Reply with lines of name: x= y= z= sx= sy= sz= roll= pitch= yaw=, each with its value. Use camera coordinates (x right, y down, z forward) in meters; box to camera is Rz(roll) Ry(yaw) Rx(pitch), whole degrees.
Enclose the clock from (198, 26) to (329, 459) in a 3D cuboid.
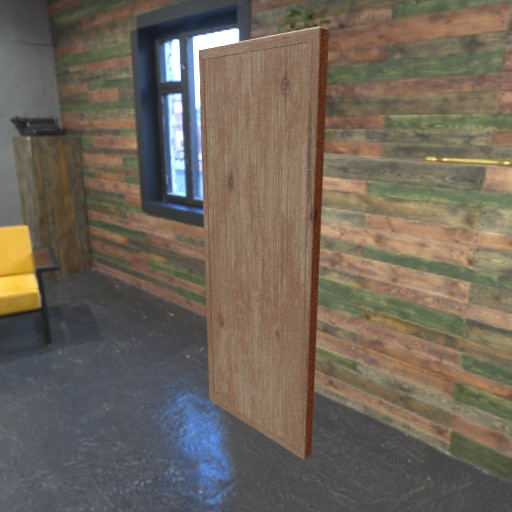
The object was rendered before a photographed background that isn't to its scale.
clock: x=0.000 y=0.000 z=1.087 sx=0.361 sy=0.965 sz=0.030 roll=15 pitch=22 yaw=42
